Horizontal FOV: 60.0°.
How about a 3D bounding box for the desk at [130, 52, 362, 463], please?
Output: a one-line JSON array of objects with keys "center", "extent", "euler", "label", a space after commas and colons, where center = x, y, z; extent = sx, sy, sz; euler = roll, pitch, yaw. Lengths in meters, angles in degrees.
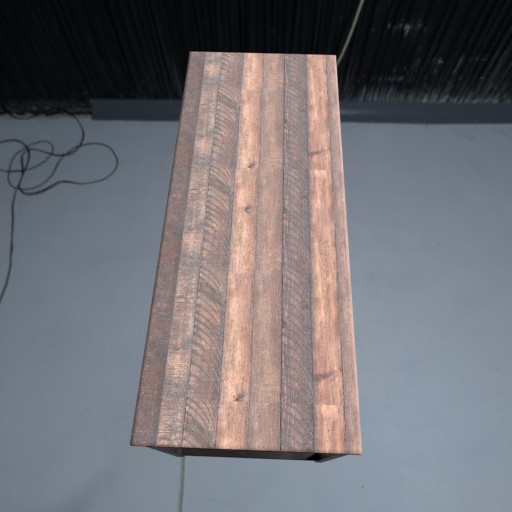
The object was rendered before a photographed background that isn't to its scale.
[{"center": [0.000, 0.000, 1.860], "extent": [0.617, 0.753, 1.538], "euler": [2, 63, 1], "label": "desk"}]
